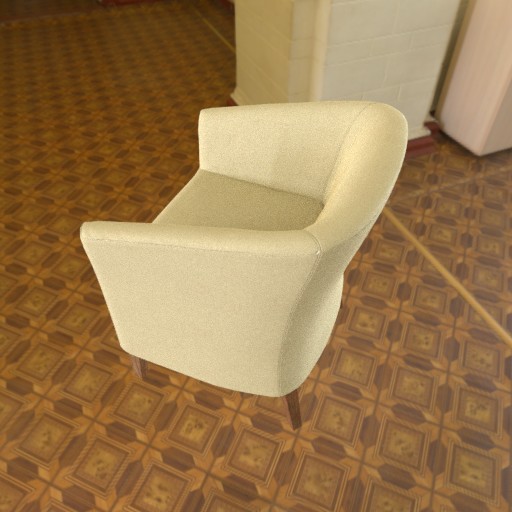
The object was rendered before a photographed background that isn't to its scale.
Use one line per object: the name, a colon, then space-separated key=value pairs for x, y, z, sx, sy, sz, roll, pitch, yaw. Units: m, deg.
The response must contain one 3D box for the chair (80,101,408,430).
chair: x=0.000 y=0.000 z=1.291 sx=0.657 sy=0.822 sz=0.643 roll=16 pitch=48 yaw=16
